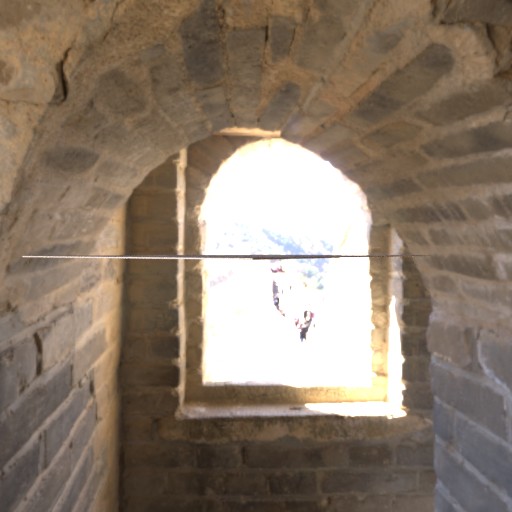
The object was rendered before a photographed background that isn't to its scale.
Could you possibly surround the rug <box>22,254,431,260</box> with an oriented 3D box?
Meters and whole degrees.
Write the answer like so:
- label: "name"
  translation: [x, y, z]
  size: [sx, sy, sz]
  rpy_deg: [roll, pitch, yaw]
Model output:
- label: "rug"
  translation: [0.000, 0.000, 2.898]
  size: [1.611, 0.008, 2.227]
  rpy_deg: [0, 1, 36]
